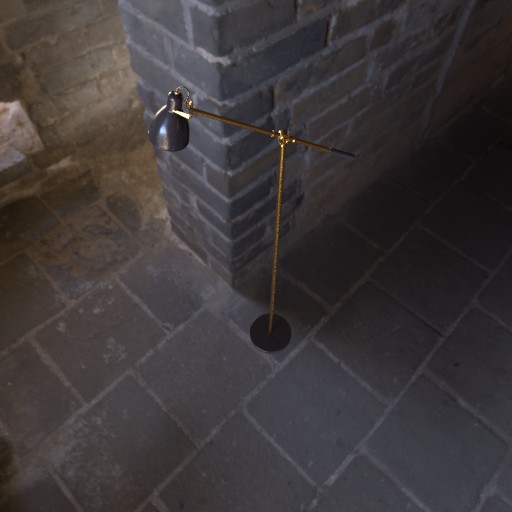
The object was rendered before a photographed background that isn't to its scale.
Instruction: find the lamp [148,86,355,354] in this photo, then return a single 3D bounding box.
[{"bbox_3d":[0.000,0.000,1.834,0.618,1.628,0.235,-2,57,-1],"label":"lamp"}]
